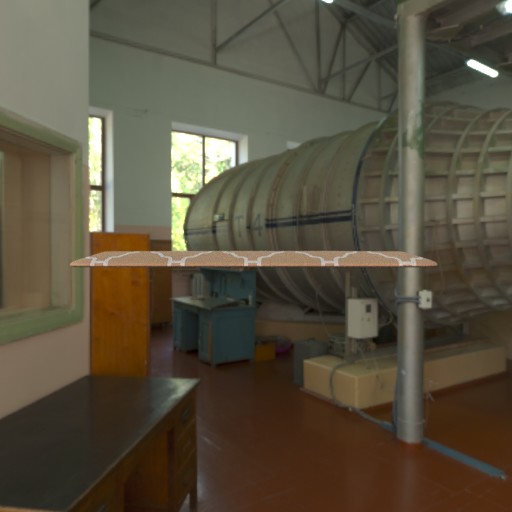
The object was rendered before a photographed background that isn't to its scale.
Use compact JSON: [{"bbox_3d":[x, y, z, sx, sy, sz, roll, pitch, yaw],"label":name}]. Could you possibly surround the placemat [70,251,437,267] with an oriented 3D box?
[{"bbox_3d":[0.000,0.000,0.962,0.508,0.021,0.762,0,1,1],"label":"placemat"}]
